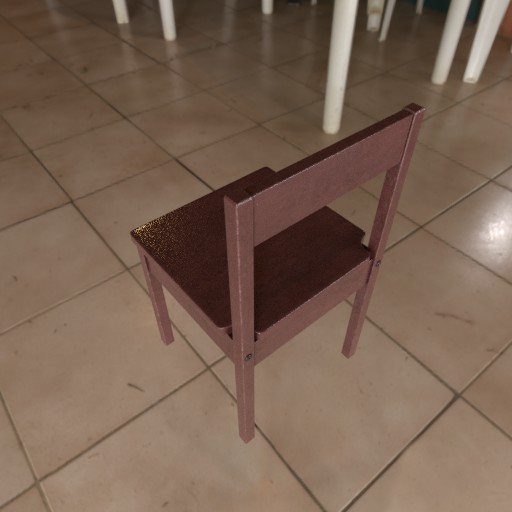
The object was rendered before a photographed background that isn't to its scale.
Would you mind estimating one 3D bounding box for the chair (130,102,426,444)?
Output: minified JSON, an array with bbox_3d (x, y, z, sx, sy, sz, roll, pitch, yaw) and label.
[{"bbox_3d":[0.000,0.000,0.906,0.367,0.668,0.361,-31,53,-27],"label":"chair"}]
